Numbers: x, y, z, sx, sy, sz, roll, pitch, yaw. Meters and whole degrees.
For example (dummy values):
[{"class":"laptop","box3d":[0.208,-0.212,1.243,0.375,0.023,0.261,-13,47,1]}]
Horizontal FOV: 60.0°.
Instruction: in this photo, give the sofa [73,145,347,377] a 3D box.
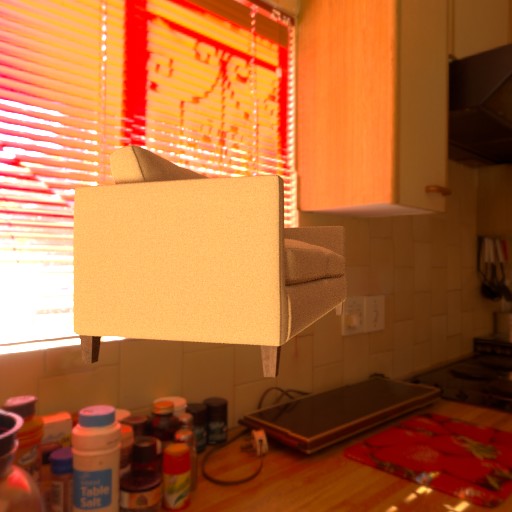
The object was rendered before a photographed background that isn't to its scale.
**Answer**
[{"class":"sofa","box3d":[0.000,0.000,2.872,0.951,0.968,2.361,0,-1,17]}]
